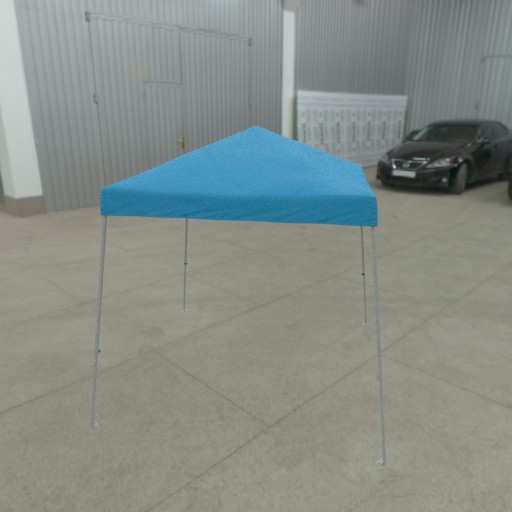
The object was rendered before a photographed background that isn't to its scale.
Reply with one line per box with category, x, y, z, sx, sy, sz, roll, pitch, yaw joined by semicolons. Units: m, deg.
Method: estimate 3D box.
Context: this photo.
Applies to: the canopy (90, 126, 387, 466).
canopy;0.000;0.000;6.388;3.599;3.600;3.600;3;18;10
